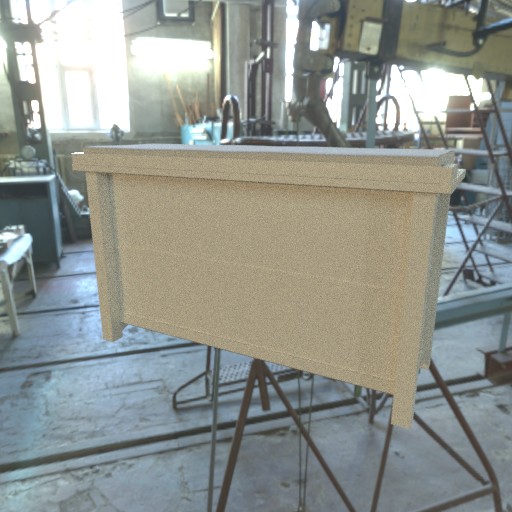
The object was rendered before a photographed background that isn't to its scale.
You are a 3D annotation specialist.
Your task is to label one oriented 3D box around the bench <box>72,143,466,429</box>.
[{"bbox_3d":[0.000,0.000,1.236,0.987,0.589,0.346,8,18,27],"label":"bench"}]
